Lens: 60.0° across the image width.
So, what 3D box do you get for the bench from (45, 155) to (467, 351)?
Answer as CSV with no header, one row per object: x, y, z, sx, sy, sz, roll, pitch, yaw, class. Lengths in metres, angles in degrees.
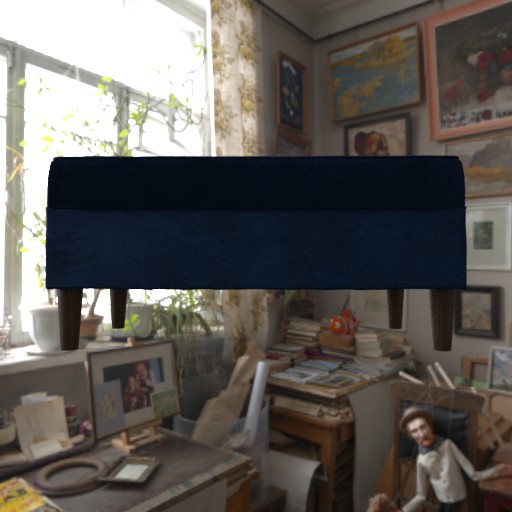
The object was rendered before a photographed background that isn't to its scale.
0.000,0.000,1.278,1.010,0.467,0.489,0,-1,0,bench
